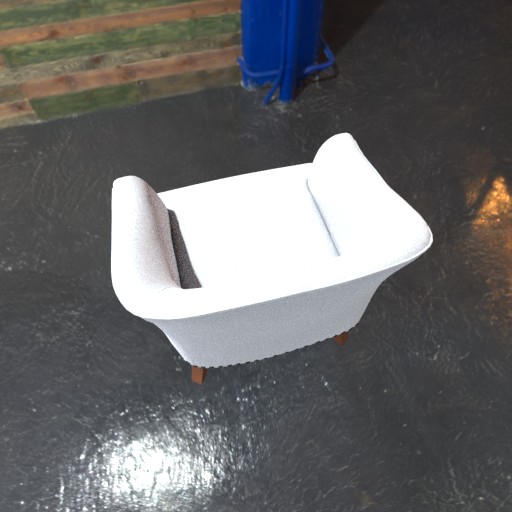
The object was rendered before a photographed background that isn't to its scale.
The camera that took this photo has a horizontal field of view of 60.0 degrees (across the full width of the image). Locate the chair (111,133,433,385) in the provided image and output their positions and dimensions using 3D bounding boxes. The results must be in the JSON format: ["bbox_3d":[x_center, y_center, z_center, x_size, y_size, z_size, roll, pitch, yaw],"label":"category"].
[{"bbox_3d":[0.000,0.000,1.429,0.798,0.815,0.704,-13,59,-8],"label":"chair"}]
